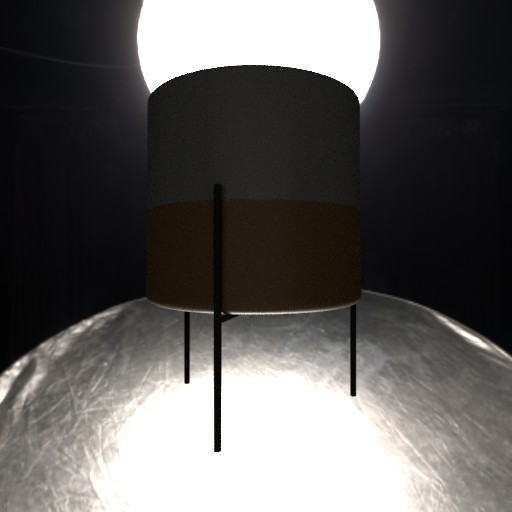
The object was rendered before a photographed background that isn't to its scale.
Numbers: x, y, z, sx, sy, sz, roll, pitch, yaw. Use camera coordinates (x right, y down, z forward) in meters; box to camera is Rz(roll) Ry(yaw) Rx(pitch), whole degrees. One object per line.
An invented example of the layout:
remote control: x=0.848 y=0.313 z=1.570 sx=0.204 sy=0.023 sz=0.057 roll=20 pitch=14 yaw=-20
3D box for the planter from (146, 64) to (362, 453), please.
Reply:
planter: x=0.000 y=0.000 z=0.640 sx=0.310 sy=0.432 sz=0.310 roll=0 pitch=0 yaw=-1
